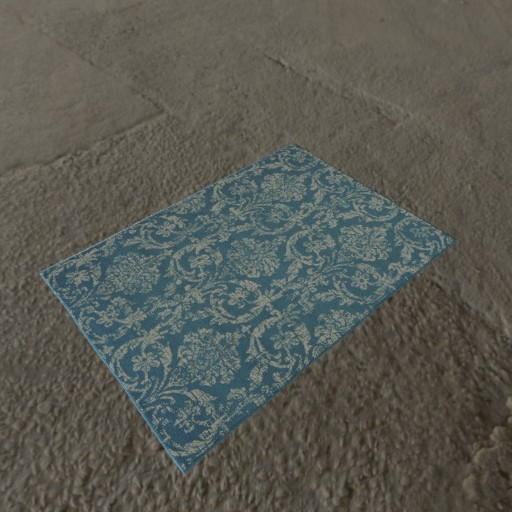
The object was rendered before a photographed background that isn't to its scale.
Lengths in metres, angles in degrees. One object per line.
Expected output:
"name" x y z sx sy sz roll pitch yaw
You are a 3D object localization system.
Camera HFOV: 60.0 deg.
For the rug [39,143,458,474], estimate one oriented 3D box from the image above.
"rug" 0.000 0.000 2.838 2.205 0.012 1.554 -33 55 -27
